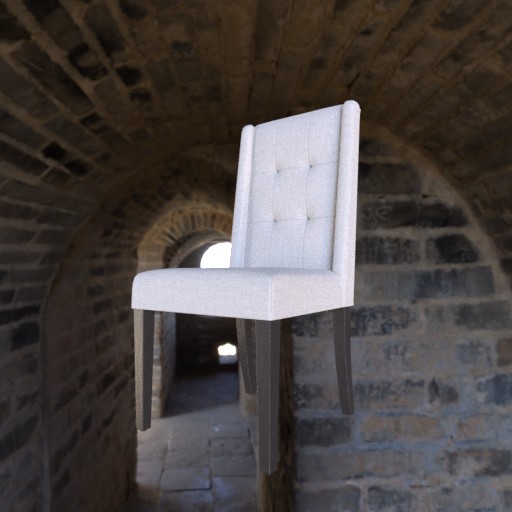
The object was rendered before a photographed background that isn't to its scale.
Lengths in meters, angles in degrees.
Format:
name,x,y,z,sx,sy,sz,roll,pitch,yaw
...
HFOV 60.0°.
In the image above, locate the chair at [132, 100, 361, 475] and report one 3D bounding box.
name,x,y,z,sx,sy,sz,roll,pitch,yaw
chair,0.000,0.000,1.290,0.474,0.961,0.523,-1,-2,37
